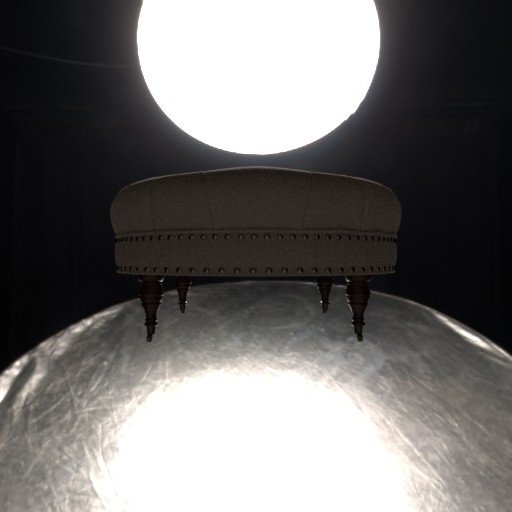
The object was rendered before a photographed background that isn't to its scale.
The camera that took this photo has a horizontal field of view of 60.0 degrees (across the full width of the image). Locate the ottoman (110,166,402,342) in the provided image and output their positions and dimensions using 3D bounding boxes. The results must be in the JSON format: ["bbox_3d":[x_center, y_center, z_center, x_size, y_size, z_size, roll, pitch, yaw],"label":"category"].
[{"bbox_3d":[0.000,0.000,1.408,0.901,0.439,0.901,0,0,0],"label":"ottoman"}]
